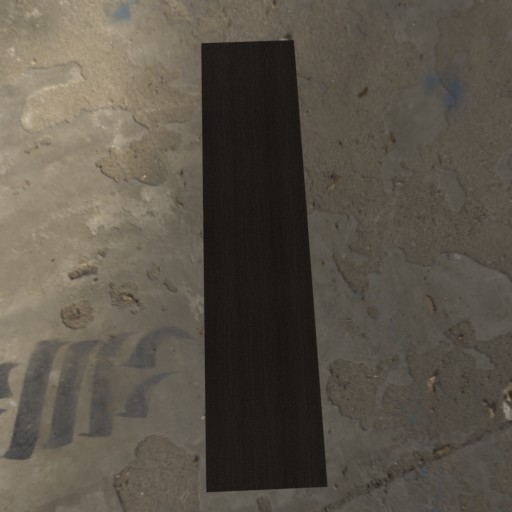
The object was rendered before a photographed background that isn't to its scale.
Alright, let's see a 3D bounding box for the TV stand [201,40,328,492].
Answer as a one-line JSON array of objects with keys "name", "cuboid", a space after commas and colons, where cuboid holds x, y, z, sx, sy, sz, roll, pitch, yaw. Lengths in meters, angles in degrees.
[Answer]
[{"name": "TV stand", "cuboid": [0.000, 0.000, 2.002, 0.406, 0.610, 1.778, -2, 75, -1]}]
